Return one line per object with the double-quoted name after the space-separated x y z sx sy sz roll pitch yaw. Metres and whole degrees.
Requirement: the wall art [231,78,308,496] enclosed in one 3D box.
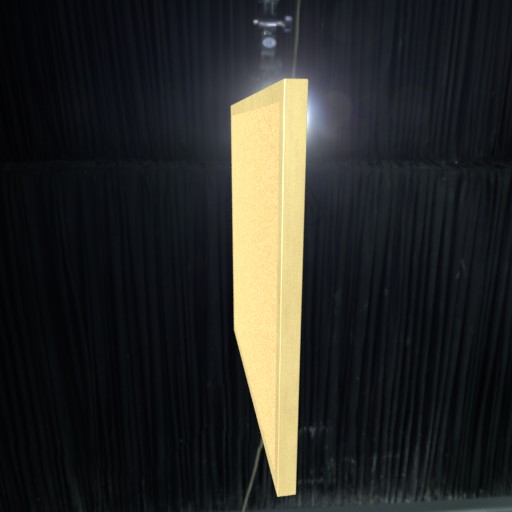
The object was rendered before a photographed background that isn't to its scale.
0.000 0.000 1.126 0.037 0.763 0.763 -2 16 -9 "wall art"
